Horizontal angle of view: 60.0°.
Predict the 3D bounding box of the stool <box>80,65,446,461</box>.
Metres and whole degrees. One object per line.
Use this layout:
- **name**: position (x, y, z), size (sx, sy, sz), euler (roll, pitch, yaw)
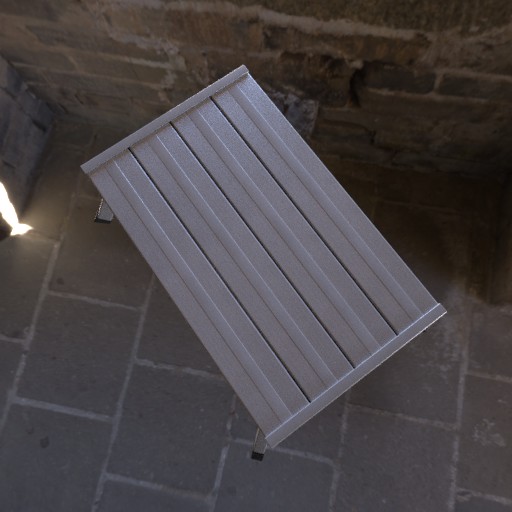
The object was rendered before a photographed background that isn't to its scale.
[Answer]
- **stool**: position (0.000, 0.000, 0.705), size (0.385, 0.225, 0.535), euler (-35, 79, -8)
